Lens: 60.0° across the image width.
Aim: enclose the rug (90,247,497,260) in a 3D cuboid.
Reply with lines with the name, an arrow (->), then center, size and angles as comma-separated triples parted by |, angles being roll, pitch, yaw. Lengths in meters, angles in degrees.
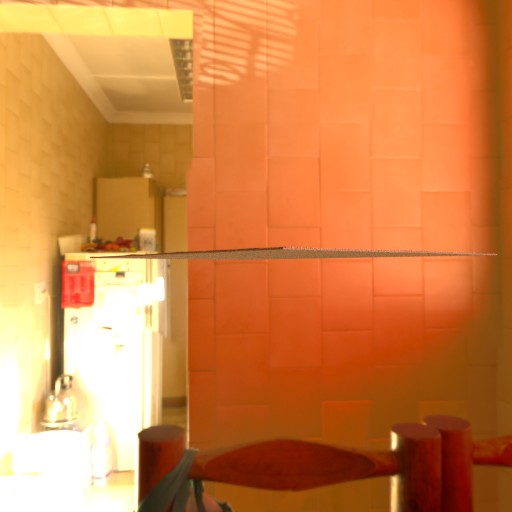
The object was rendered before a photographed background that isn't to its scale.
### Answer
rug -> 0.000, 0.000, 2.977 | 1.521, 0.015, 2.436 | 1, -1, -36
